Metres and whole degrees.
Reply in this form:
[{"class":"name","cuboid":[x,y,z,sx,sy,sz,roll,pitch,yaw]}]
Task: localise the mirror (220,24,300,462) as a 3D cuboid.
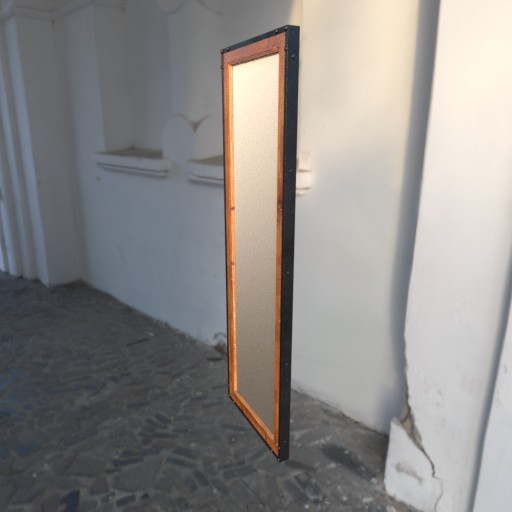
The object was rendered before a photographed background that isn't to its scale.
[{"class":"mirror","cuboid":[0.000,0.000,1.207,0.042,1.080,0.354,-8,18,-26]}]
